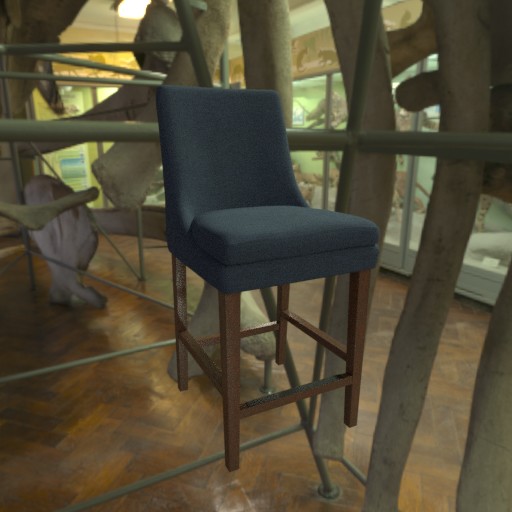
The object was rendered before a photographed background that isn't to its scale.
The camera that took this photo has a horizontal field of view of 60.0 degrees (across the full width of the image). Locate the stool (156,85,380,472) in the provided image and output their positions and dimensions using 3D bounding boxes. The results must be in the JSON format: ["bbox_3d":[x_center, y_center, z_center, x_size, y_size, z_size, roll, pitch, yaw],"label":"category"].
[{"bbox_3d":[0.000,0.000,1.322,0.470,0.981,0.577,-8,17,-26],"label":"stool"}]
